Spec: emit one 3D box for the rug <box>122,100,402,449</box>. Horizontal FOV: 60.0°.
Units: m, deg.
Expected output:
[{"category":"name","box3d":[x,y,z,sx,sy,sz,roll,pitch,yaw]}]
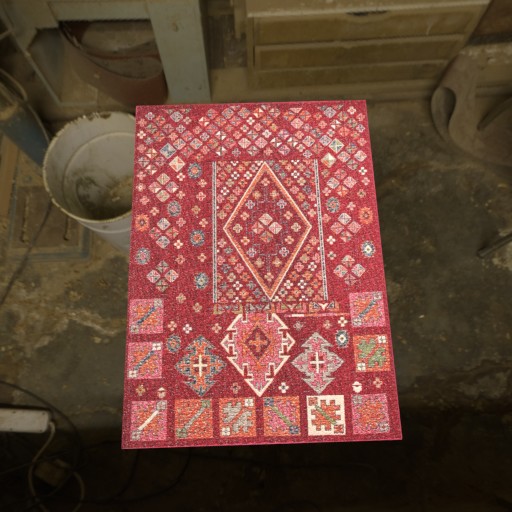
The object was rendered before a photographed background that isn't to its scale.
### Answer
[{"category":"rug","box3d":[0.000,0.000,2.768,1.579,0.007,2.184,-2,75,0]}]
